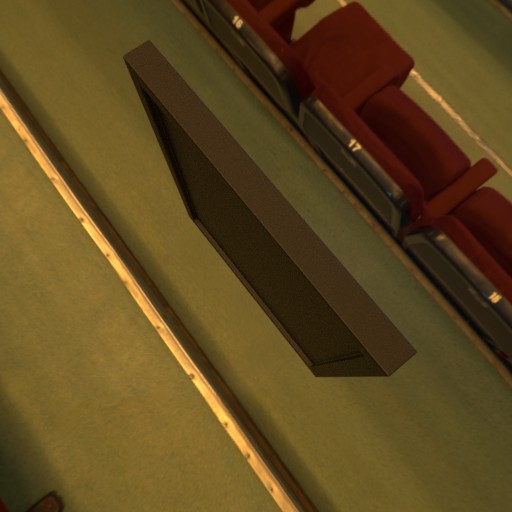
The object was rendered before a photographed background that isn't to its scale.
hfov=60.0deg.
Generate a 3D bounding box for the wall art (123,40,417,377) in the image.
[{"bbox_3d":[0.000,0.000,0.521,0.028,0.381,0.328,-37,78,-9],"label":"wall art"}]
